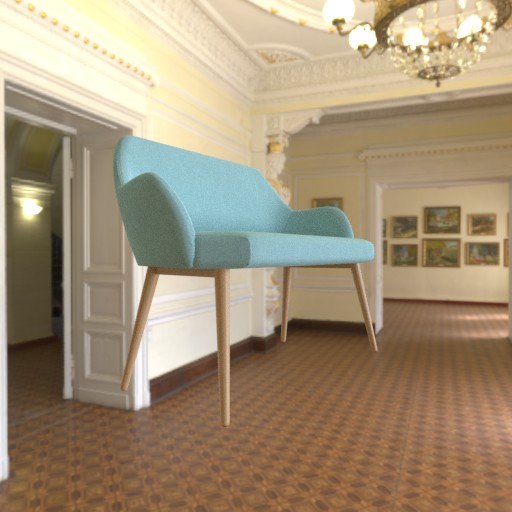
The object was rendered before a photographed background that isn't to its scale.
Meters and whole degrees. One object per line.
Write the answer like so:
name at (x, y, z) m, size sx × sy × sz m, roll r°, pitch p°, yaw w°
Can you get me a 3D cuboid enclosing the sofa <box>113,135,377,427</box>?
sofa at (0.000, 0.000, 1.671) m, size 0.610 × 0.840 × 1.150 m, roll 0°, pitch 1°, yaw 36°
